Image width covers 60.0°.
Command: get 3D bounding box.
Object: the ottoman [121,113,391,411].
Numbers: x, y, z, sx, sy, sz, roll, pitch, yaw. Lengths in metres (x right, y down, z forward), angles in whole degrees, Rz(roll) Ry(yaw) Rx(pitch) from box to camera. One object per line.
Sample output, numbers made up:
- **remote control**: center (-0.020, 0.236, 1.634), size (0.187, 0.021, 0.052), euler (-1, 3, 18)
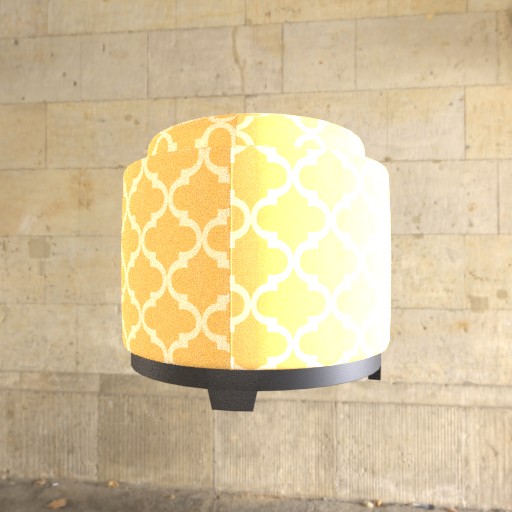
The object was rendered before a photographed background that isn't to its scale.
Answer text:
- **ottoman**: center (0.000, 0.000, 0.825), size (0.480, 0.429, 0.480), euler (0, -1, 0)
